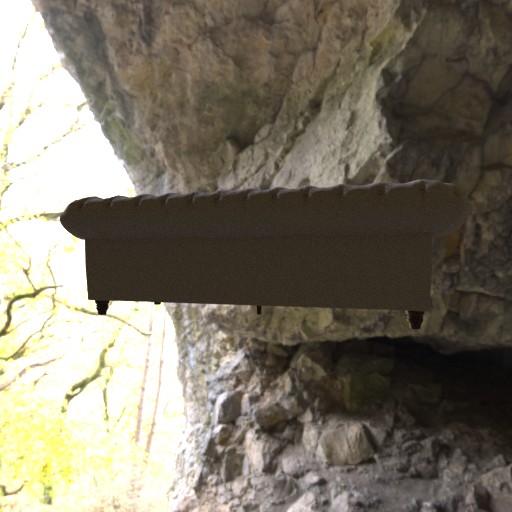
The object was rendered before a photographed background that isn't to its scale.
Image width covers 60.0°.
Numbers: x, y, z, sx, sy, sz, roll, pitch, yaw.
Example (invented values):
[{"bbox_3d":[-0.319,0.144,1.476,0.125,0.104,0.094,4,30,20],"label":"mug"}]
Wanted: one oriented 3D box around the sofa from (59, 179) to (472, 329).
[{"bbox_3d":[0.000,0.000,3.153,2.694,0.847,1.076,0,-1,18],"label":"sofa"}]
